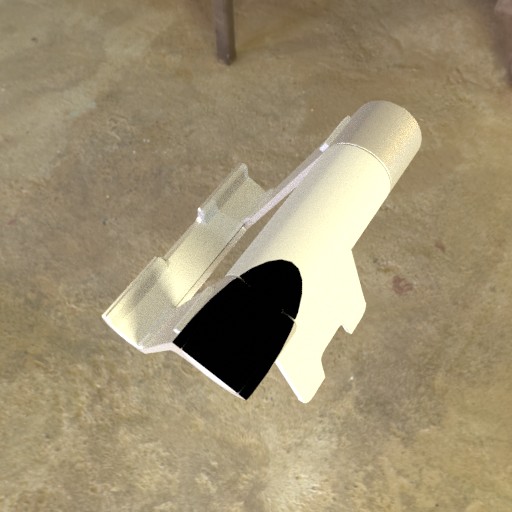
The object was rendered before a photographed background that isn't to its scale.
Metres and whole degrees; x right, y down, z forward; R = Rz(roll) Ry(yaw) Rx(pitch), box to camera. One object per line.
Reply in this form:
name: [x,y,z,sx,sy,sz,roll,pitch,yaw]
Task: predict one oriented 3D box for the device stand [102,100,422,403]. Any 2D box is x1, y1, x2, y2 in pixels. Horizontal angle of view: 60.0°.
device stand: [0.000,0.000,0.148,0.079,0.084,0.086,32,67,15]
